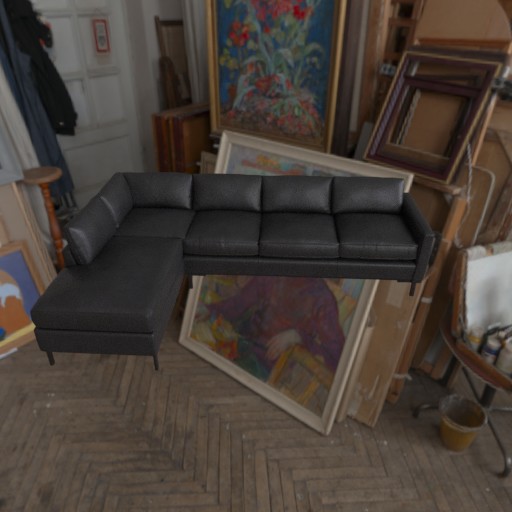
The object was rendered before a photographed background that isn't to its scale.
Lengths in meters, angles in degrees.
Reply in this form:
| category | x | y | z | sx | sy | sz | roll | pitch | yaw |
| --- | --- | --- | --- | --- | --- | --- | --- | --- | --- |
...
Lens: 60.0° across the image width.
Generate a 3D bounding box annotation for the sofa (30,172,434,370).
| category | x | y | z | sx | sy | sz | roll | pitch | yaw |
| --- | --- | --- | --- | --- | --- | --- | --- | --- | --- |
| sofa | 0.000 | 0.000 | 3.762 | 2.984 | 0.877 | 1.938 | 2 | 31 | 3 |
